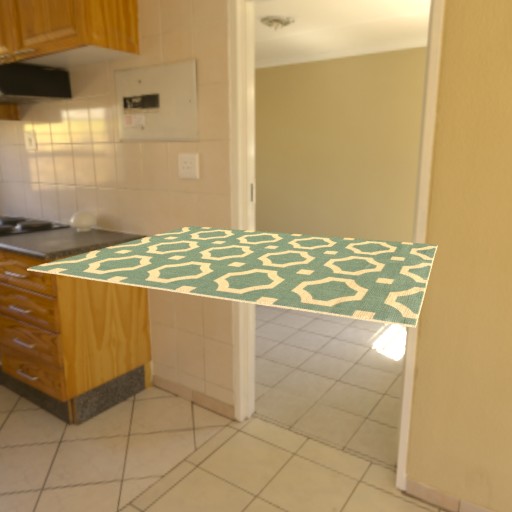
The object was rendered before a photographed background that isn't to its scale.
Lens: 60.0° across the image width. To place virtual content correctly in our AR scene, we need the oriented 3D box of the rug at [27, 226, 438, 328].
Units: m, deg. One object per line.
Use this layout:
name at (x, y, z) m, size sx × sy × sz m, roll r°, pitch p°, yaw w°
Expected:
rug at (0.000, 0.000, 4.148) m, size 3.049 × 0.021 × 2.466 m, roll 6°, pitch 14°, yaw 24°
